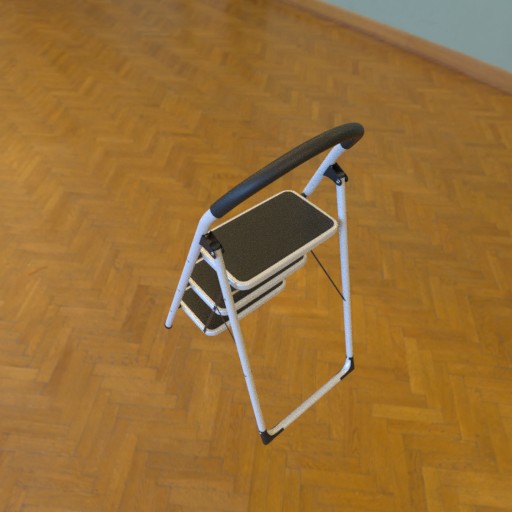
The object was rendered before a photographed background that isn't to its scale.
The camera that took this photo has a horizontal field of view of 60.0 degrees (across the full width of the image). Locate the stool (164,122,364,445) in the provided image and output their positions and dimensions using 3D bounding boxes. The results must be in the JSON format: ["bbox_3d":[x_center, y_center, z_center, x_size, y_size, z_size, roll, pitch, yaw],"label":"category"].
[{"bbox_3d":[0.000,0.000,1.451,0.485,1.109,0.676,-31,54,-26],"label":"stool"}]
